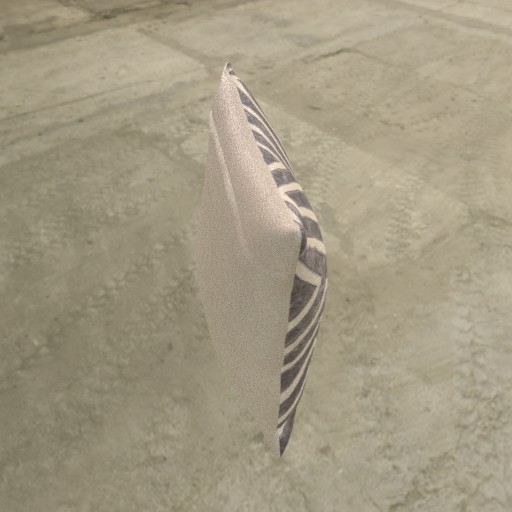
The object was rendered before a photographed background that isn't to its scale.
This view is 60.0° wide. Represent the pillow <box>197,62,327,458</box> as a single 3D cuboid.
[{"bbox_3d":[0.000,0.000,0.679,0.182,0.441,0.440,-8,44,-8],"label":"pillow"}]
